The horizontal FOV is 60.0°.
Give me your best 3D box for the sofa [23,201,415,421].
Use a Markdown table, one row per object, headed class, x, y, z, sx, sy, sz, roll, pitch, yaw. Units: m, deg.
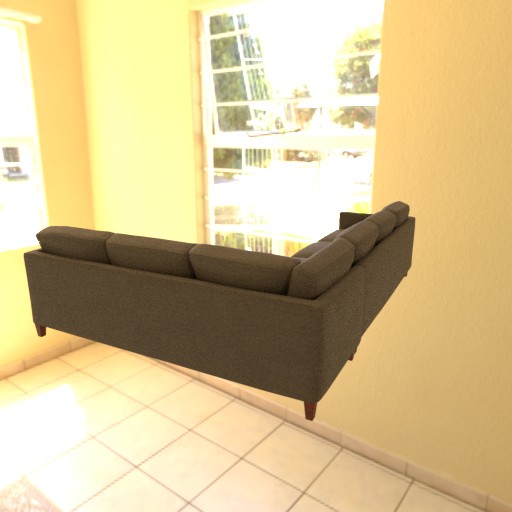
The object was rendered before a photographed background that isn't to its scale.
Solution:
| class | x | y | z | sx | sy | sz | roll | pitch | yaw |
| --- | --- | --- | --- | --- | --- | --- | --- | --- | --- |
| sofa | 0.000 | 0.000 | 4.450 | 2.593 | 0.947 | 3.302 | 8 | 17 | 27 |
